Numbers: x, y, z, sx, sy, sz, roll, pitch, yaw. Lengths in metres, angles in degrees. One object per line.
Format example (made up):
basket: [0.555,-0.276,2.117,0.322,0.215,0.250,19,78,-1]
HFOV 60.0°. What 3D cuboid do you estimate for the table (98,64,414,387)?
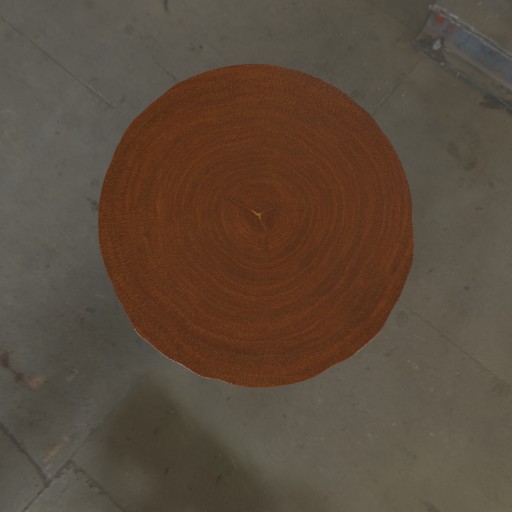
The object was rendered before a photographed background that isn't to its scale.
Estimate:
table: [0.000,0.000,0.753,0.380,0.450,0.410,-5,76,-1]
